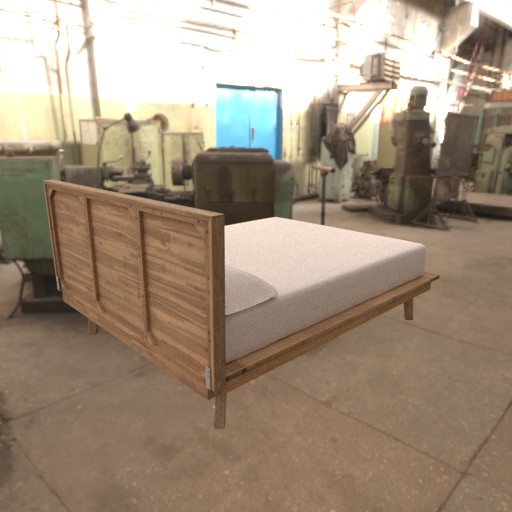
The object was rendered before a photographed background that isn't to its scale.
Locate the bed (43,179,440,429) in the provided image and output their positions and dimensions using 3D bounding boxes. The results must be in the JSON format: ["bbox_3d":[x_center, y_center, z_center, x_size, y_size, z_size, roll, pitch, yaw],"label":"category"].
[{"bbox_3d":[0.000,0.000,3.104,2.145,1.071,1.759,-14,21,-42],"label":"bed"}]
